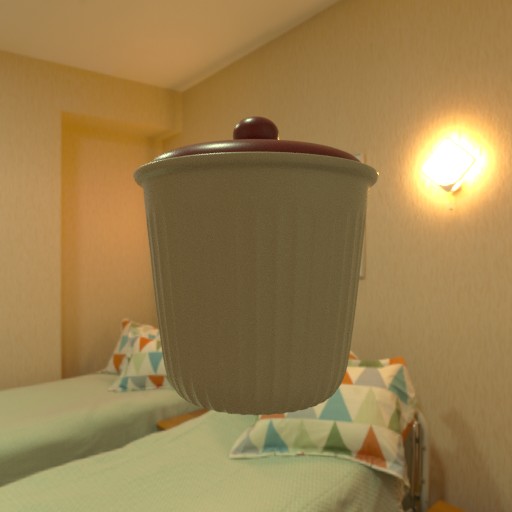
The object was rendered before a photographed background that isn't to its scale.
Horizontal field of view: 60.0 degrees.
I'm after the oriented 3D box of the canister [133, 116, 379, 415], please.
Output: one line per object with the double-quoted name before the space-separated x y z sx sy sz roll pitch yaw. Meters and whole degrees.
"canister" 0.000 0.000 0.340 0.181 0.211 0.181 0 0 0
